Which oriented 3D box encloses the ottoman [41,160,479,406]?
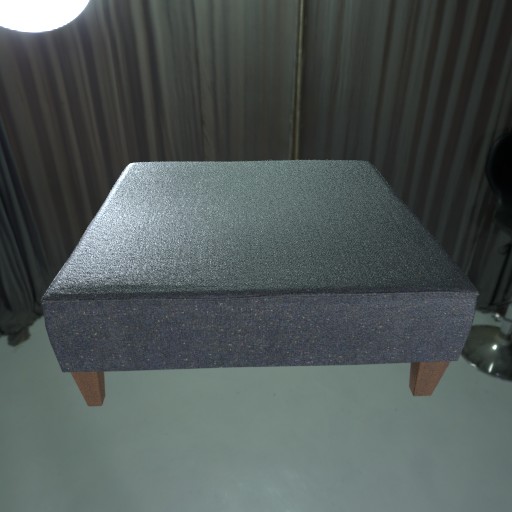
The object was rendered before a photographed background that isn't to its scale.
[{"bbox_3d":[0.000,0.000,1.489,1.004,0.382,0.968,-1,30,-2],"label":"ottoman"}]
